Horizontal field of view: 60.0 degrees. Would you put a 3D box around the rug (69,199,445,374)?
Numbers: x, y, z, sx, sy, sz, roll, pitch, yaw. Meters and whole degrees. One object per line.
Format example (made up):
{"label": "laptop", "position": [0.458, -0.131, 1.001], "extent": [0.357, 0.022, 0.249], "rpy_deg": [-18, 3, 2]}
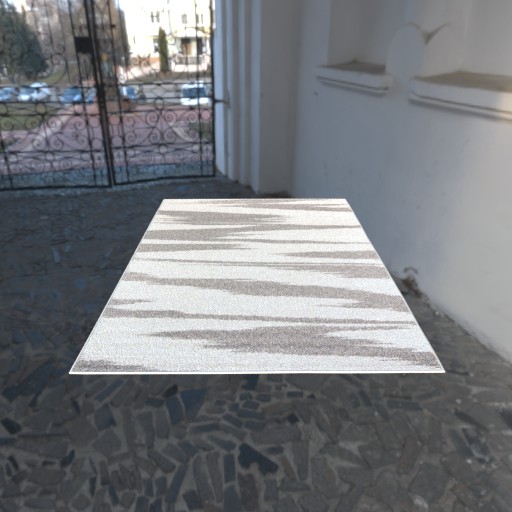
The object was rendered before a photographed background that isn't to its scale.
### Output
{"label": "rug", "position": [0.000, 0.000, 2.755], "extent": [1.533, 0.010, 2.142], "rpy_deg": [0, 26, 0]}
